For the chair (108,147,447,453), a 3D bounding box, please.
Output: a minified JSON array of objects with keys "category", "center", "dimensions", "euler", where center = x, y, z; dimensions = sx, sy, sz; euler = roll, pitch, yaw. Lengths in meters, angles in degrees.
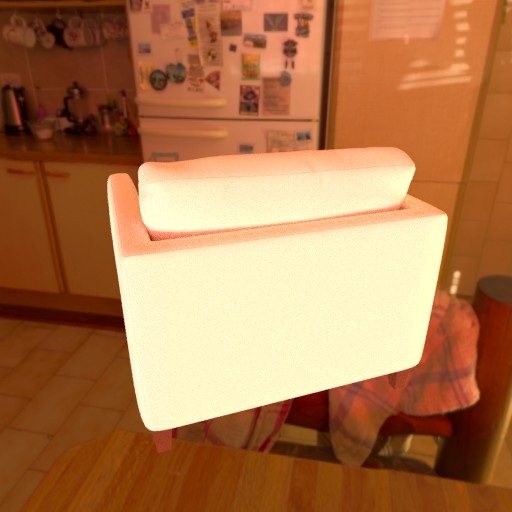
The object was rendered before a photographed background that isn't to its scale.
[{"category":"chair","center":[0.000,0.000,1.699],"dimensions":[1.019,0.885,0.878],"euler":[-8,26,-17]}]
